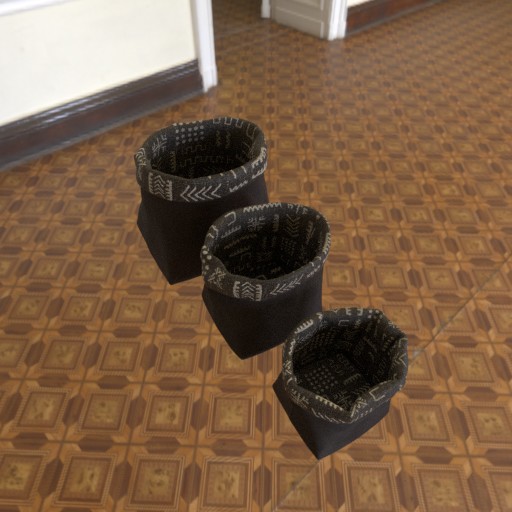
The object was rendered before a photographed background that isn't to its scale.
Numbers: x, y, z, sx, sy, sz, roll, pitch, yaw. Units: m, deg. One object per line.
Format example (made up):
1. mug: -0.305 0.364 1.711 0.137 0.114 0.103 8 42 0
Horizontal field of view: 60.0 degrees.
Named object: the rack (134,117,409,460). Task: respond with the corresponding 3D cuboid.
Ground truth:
1. rack: 0.000 0.000 1.082 0.379 0.323 0.905 -22 49 -21
